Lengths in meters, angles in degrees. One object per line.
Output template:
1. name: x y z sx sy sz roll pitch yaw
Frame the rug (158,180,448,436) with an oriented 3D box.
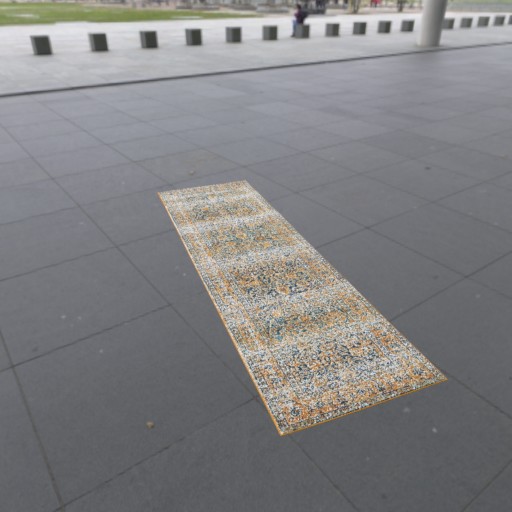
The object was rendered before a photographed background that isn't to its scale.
1. rug: 0.000 0.000 2.521 0.704 0.014 2.294 -11 32 -18
